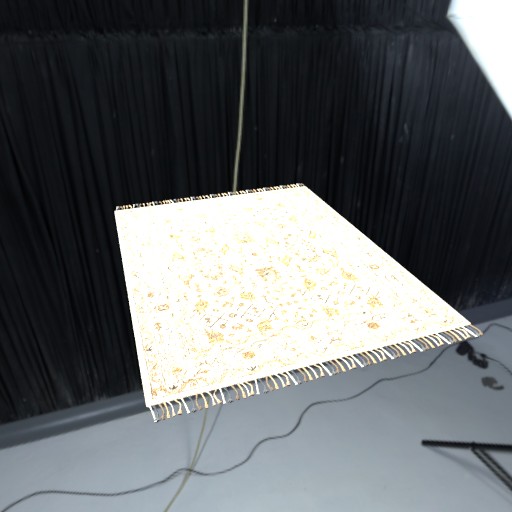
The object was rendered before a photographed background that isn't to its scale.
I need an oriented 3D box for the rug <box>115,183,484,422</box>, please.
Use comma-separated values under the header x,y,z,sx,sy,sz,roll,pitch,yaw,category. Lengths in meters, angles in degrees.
x,y,z,sx,sy,sz,roll,pitch,yaw,category
0.000,0.000,2.234,1.278,0.009,1.726,-10,31,-16,rug
